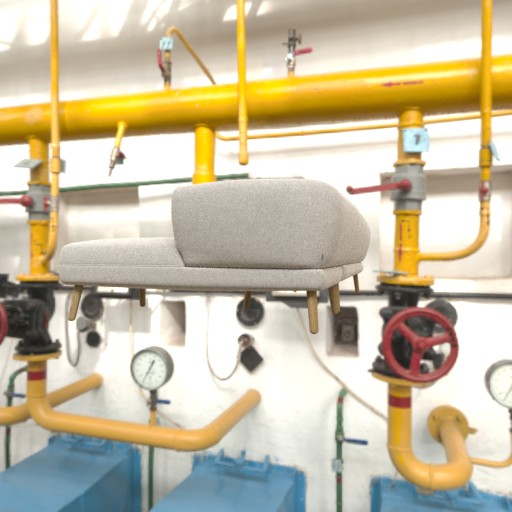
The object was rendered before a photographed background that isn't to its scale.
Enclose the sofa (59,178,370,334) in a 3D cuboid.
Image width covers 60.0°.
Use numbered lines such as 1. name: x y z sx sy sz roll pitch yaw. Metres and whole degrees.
1. sofa: 0.000 0.000 3.432 1.610 0.730 2.660 0 0 18
